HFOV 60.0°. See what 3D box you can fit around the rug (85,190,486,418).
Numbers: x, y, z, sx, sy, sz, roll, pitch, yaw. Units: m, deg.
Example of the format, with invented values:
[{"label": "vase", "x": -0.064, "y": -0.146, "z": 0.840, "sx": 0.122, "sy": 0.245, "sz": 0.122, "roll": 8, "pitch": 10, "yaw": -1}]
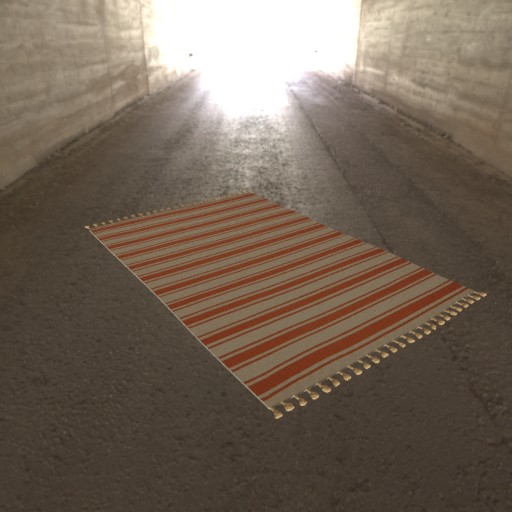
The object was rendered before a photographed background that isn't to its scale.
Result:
[{"label": "rug", "x": 0.000, "y": 0.000, "z": 3.004, "sx": 1.556, "sy": 0.022, "sz": 2.433, "roll": -18, "pitch": 32, "yaw": -32}]
